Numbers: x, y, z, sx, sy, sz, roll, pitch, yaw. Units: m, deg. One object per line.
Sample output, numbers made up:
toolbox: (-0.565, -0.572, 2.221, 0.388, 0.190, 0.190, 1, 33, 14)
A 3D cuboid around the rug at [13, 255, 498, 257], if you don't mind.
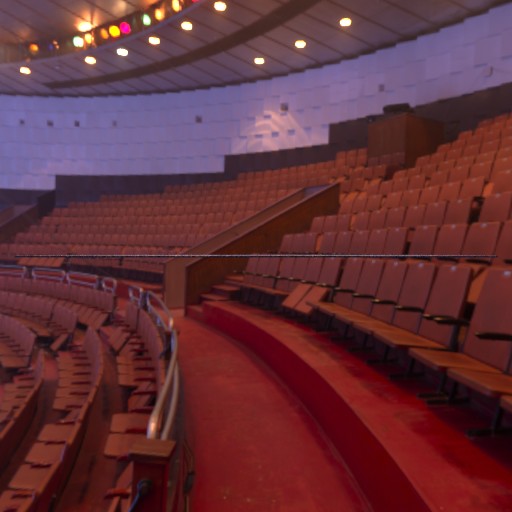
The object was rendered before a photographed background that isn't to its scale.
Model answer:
rug: (0.000, 0.000, 2.171, 1.795, 0.008, 1.102, 0, 0, 0)
